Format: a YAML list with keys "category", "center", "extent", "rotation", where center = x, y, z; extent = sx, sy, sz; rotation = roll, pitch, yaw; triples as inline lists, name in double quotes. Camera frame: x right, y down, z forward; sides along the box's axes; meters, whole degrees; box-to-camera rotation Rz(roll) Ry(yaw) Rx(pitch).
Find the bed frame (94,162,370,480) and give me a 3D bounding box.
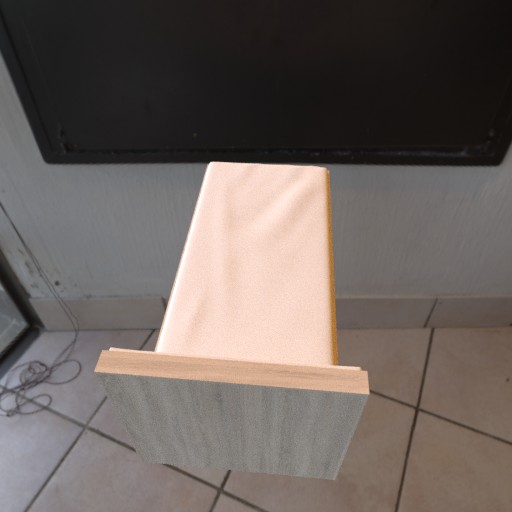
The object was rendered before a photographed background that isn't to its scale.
- category: "bed frame"
  center: [0.000, 0.000, 2.651]
  extent: [0.990, 0.920, 2.140]
  rotation: [4, 46, 4]
